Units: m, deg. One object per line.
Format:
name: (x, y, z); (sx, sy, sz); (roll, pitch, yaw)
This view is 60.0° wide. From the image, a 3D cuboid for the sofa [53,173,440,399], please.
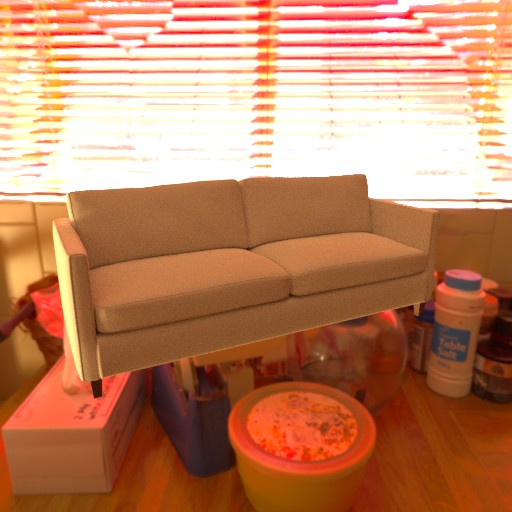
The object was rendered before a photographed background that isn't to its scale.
sofa: (0.000, 0.000, 2.913); (2.361, 0.962, 0.951); (-8, 18, -26)
